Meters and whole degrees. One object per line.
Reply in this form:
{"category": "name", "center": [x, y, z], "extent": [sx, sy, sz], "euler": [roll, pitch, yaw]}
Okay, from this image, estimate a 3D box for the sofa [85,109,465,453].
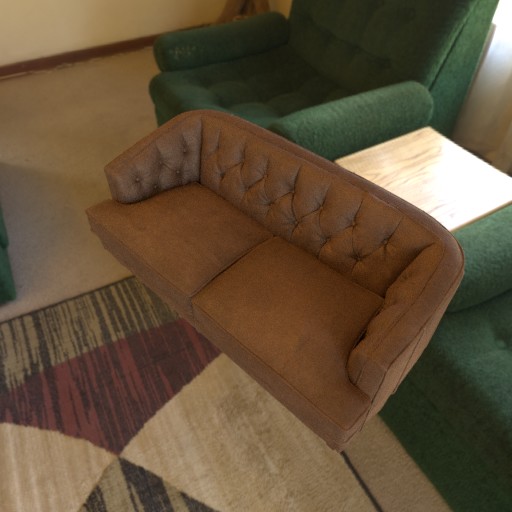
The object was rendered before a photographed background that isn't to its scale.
{"category": "sofa", "center": [0.000, 0.000, 2.246], "extent": [1.767, 0.799, 0.917], "euler": [35, 56, 28]}
